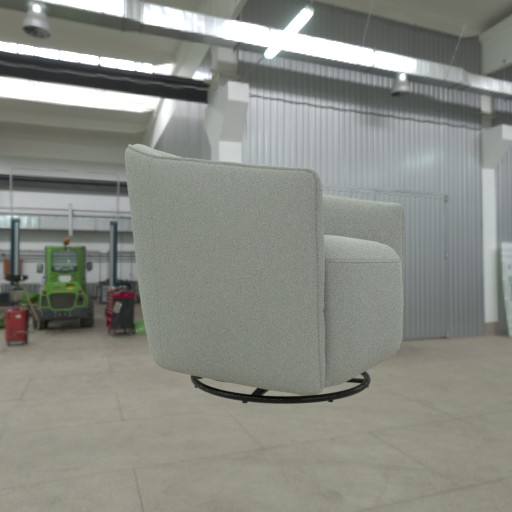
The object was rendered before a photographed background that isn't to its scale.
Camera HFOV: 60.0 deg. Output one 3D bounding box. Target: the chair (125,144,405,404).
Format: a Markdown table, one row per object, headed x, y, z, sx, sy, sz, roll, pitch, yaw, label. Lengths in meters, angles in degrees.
| x | y | z | sx | sy | sz | roll | pitch | yaw | label |
| --- | --- | --- | --- | --- | --- | --- | --- | --- | --- |
| 0.000 | 0.000 | 1.505 | 0.875 | 0.799 | 0.747 | -1 | -2 | 34 | chair |
